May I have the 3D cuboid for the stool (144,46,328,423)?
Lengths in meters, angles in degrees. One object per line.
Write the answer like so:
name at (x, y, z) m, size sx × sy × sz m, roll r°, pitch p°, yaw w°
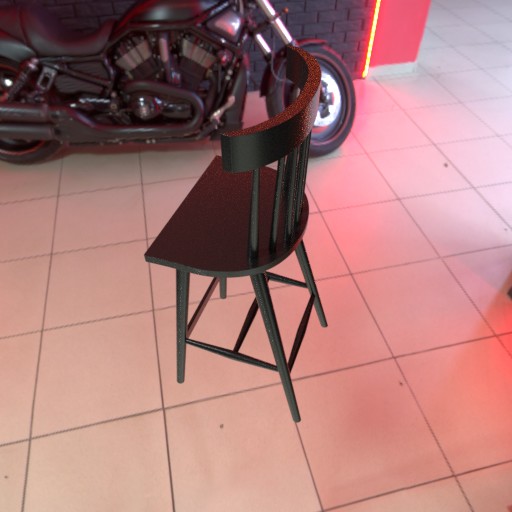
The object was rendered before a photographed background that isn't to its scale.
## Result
stool at (0.000, 0.000, 1.361) m, size 0.483 × 1.092 × 0.482 m, roll 14°, pitch 48°, yaw 13°
